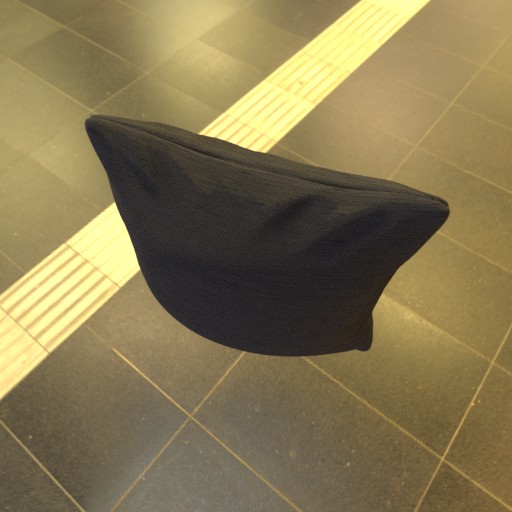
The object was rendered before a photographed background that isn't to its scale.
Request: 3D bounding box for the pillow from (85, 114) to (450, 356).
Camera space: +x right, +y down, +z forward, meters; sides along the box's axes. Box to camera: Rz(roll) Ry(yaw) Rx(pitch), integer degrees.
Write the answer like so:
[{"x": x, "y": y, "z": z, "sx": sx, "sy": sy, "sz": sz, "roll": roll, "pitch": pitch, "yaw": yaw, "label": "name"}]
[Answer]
[{"x": 0.000, "y": 0.000, "z": 0.662, "sx": 0.432, "sy": 0.414, "sz": 0.246, "roll": 16, "pitch": 59, "yaw": 10, "label": "pillow"}]
